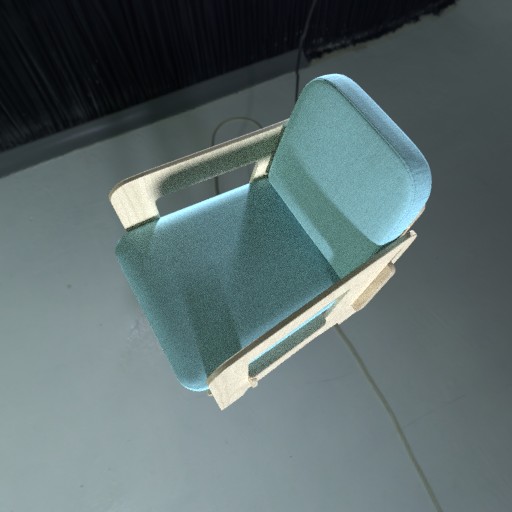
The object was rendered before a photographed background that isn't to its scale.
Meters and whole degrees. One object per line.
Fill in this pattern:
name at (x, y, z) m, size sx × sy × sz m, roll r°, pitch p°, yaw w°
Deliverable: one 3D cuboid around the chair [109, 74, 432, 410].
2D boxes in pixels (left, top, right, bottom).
chair at (0.000, 0.000, 1.298) m, size 0.710 × 0.800 × 0.590 m, roll -28°, pitch 67°, yaw -13°
